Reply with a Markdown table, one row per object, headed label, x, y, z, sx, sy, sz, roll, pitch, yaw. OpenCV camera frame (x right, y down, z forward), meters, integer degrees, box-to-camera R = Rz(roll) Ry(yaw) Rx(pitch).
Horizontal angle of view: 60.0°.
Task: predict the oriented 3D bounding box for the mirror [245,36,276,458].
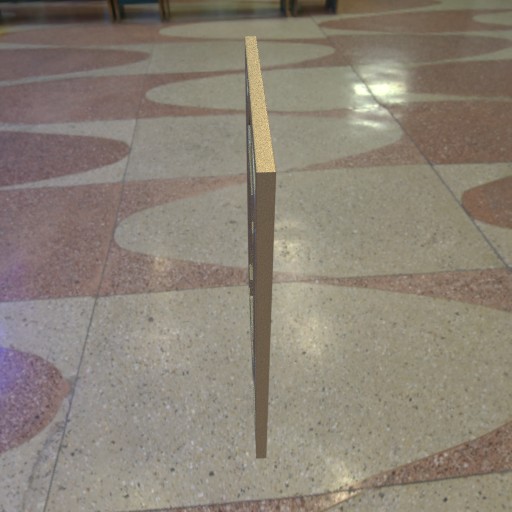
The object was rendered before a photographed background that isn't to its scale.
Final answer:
| label | x | y | z | sx | sy | sz | roll | pitch | yaw |
| --- | --- | --- | --- | --- | --- | --- | --- | --- | --- |
| mirror | 0.000 | 0.000 | 1.331 | 0.032 | 1.023 | 0.756 | -2 | 41 | -2 |
